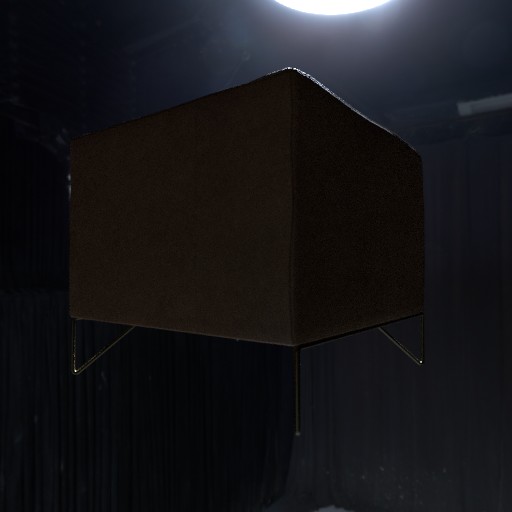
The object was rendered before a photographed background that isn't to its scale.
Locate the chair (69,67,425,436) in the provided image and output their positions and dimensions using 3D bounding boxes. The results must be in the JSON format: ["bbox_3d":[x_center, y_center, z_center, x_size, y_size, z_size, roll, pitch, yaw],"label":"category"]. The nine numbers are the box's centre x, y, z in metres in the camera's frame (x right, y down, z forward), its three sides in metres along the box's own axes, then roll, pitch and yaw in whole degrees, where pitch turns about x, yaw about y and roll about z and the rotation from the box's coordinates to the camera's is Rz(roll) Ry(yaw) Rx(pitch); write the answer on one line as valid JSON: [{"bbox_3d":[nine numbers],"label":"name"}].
[{"bbox_3d":[0.000,0.000,1.558,0.920,0.797,0.912,-1,-2,37],"label":"chair"}]
